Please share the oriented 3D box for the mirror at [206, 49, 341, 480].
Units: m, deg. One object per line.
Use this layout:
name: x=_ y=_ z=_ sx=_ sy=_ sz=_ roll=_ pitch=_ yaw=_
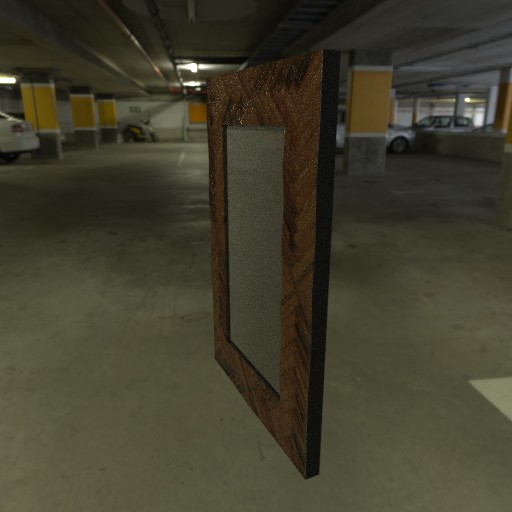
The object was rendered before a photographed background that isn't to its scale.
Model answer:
mirror: x=0.000 y=0.000 z=1.162 sx=0.044 sy=0.912 sz=0.606 roll=-8 pitch=18 yaw=-24
